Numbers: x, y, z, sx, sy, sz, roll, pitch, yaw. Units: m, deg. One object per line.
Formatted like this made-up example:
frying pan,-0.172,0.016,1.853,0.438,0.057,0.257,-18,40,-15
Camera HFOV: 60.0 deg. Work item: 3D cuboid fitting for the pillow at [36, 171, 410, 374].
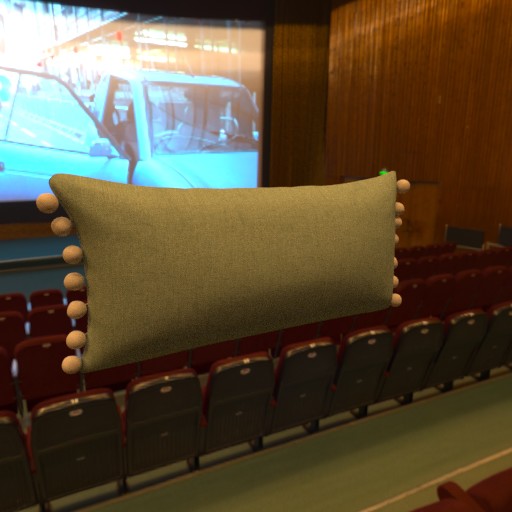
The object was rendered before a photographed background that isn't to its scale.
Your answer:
pillow,0.000,0.000,0.823,0.709,0.322,0.201,-7,16,-25
